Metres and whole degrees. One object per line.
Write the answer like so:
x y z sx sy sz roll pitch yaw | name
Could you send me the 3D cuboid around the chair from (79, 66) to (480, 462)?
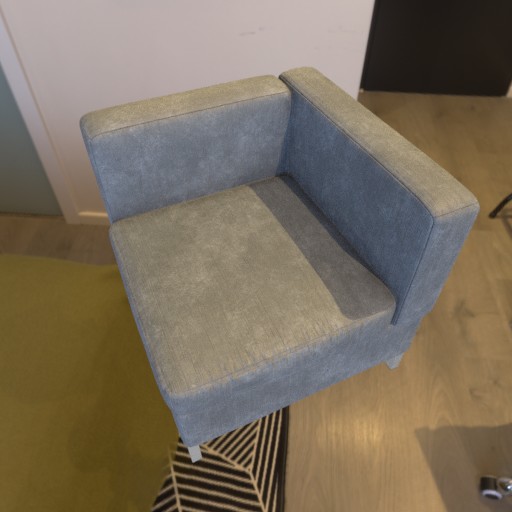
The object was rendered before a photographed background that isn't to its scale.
0.000 0.000 1.165 0.680 0.660 0.680 -19 49 -17 | chair
